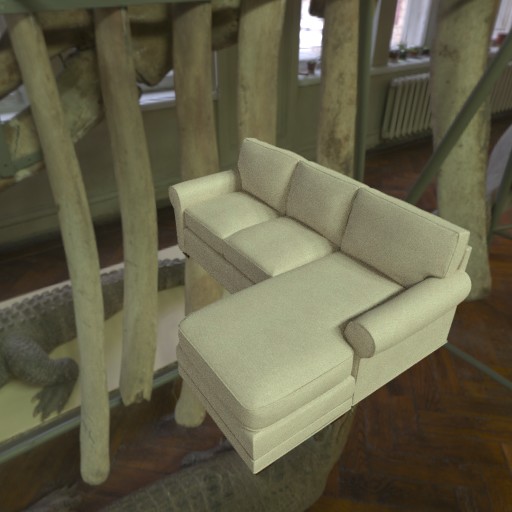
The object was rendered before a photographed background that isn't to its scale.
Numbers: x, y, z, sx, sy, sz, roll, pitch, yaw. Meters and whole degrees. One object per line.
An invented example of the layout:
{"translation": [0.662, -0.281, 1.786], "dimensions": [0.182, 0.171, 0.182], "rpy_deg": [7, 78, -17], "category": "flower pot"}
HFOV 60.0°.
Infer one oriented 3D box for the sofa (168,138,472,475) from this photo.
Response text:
{"translation": [0.000, 0.000, 2.353], "dimensions": [1.226, 0.734, 1.770], "rpy_deg": [-21, 38, -29], "category": "sofa"}
